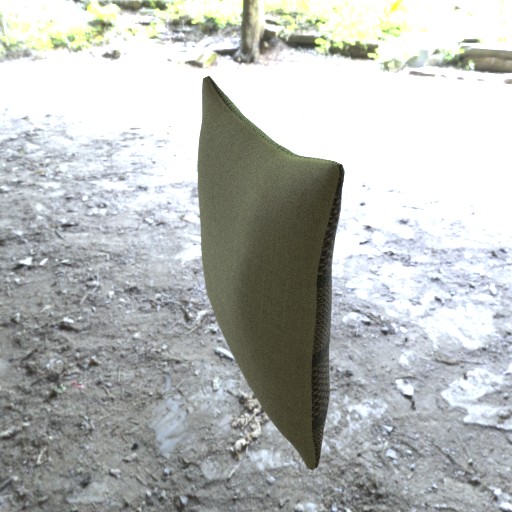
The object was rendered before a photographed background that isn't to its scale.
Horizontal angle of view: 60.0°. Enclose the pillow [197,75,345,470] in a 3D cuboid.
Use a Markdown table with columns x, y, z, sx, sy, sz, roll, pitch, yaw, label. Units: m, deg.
| x | y | z | sx | sy | sz | roll | pitch | yaw | label |
| --- | --- | --- | --- | --- | --- | --- | --- | --- | --- |
| 0.000 | 0.000 | 0.654 | 0.138 | 0.432 | 0.435 | -11 | 34 | -17 | pillow |
